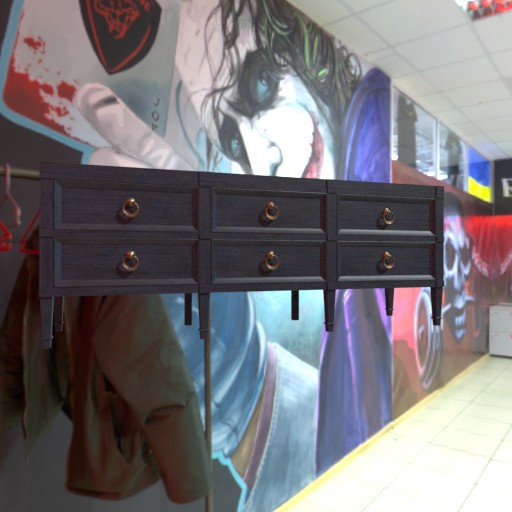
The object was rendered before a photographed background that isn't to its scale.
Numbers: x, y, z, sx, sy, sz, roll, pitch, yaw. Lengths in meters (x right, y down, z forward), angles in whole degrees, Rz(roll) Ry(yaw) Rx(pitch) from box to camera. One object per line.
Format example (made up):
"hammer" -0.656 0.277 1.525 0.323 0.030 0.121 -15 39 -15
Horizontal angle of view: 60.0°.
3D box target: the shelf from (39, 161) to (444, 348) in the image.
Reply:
"shelf" 0.000 0.000 2.189 1.878 0.715 0.471 0 0 -18
